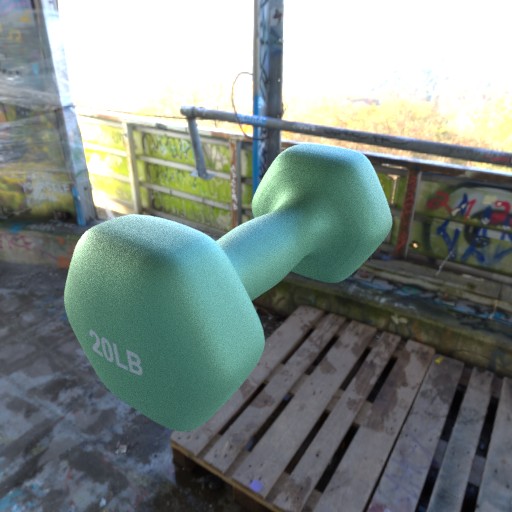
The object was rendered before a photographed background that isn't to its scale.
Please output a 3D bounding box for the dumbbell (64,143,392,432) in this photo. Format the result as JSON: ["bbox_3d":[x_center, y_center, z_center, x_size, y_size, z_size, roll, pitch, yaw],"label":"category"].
[{"bbox_3d":[0.000,0.000,0.324,0.129,0.117,0.260,18,33,31],"label":"dumbbell"}]
